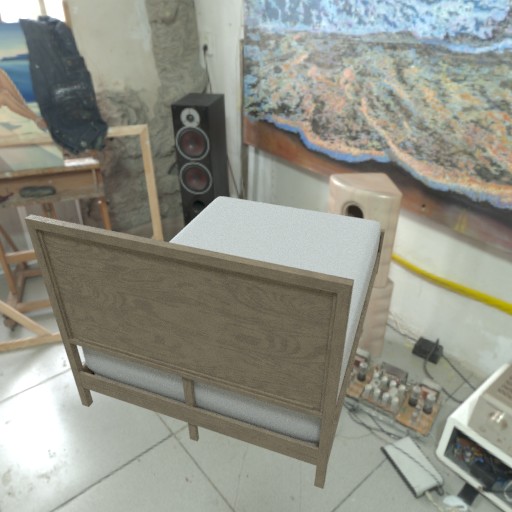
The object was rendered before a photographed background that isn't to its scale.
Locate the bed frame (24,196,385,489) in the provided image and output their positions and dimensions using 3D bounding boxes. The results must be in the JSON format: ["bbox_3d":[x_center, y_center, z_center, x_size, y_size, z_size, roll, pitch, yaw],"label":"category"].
[{"bbox_3d":[0.000,0.000,3.167,1.606,1.369,2.189,11,34,17],"label":"bed frame"}]
